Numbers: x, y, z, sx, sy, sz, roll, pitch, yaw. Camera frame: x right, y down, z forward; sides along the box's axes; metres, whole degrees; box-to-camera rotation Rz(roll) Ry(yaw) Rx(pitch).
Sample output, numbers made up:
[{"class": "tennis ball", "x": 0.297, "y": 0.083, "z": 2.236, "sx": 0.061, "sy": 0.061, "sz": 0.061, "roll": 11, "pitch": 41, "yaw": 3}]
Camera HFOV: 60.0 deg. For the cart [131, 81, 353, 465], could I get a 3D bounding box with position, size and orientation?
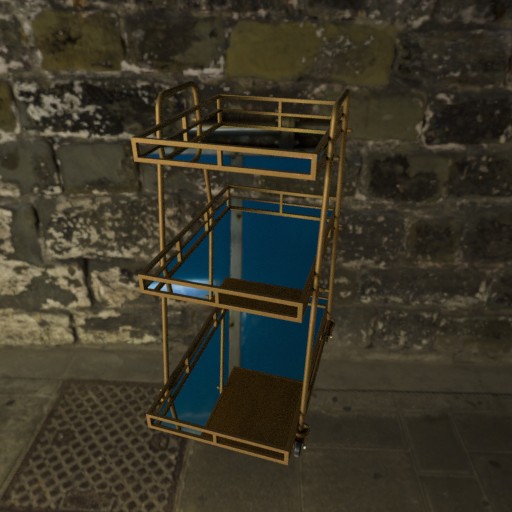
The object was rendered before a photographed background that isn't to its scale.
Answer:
[{"class": "cart", "x": 0.000, "y": 0.000, "z": 1.240, "sx": 0.441, "sy": 0.883, "sz": 0.711, "roll": 9, "pitch": 31, "yaw": 15}]
